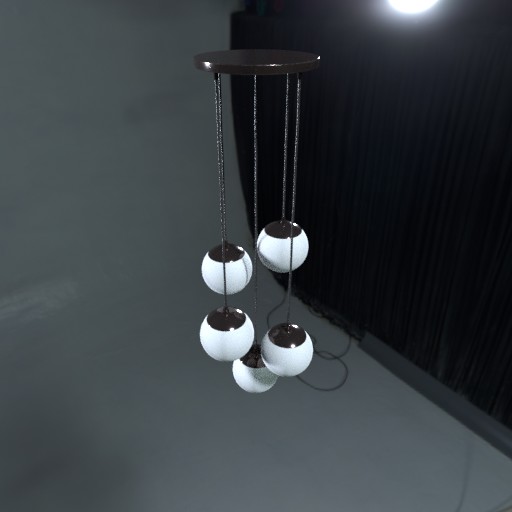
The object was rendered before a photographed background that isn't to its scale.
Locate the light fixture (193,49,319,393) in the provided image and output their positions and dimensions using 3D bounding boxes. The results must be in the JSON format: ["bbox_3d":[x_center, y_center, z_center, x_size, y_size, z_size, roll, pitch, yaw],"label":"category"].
[{"bbox_3d":[0.000,0.000,1.537,0.489,1.271,0.484,-22,37,-33],"label":"light fixture"}]
